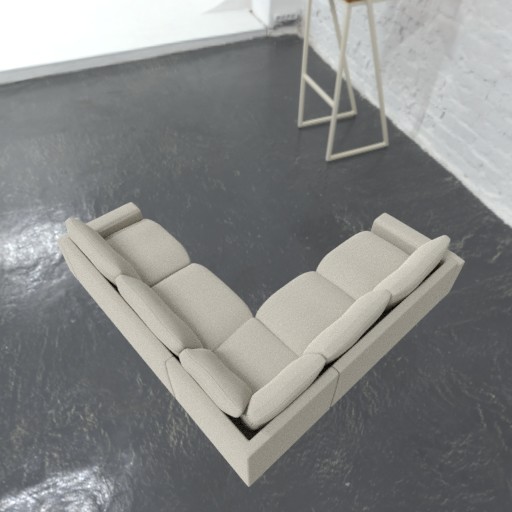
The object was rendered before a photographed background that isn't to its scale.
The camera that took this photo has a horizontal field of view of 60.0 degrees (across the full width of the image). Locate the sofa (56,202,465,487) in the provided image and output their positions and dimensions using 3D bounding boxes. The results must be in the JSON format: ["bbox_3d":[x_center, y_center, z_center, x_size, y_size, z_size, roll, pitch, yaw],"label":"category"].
[{"bbox_3d":[0.000,0.000,4.849,3.066,0.918,3.206,-34,56,-27],"label":"sofa"}]
